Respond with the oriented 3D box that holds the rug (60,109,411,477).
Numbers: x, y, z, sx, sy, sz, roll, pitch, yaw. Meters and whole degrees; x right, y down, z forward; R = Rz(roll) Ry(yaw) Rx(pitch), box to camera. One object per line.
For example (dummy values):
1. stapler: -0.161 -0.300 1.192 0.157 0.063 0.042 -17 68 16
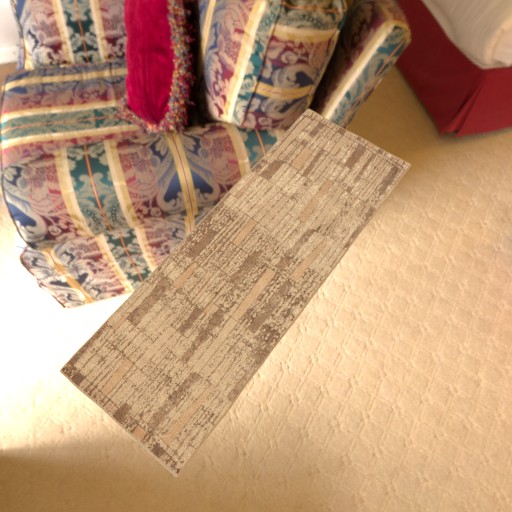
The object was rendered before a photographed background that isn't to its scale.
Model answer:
1. rug: 0.000 0.000 2.685 0.857 0.018 2.383 34 68 16
